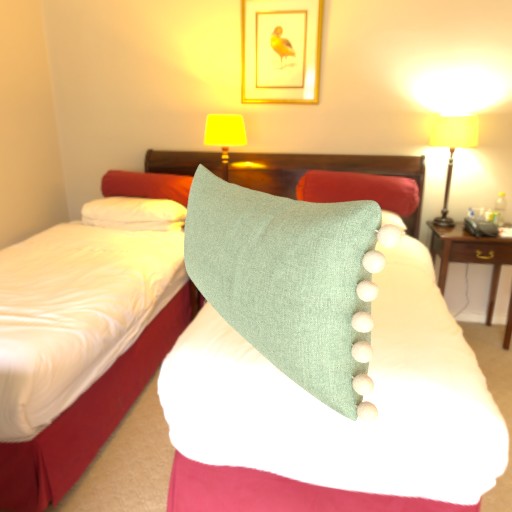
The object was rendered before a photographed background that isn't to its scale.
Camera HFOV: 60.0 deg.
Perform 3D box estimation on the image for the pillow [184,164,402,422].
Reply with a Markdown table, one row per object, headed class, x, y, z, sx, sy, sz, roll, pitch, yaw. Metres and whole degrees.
| class | x | y | z | sx | sy | sz | roll | pitch | yaw |
| --- | --- | --- | --- | --- | --- | --- | --- | --- | --- |
| pillow | 0.000 | 0.000 | 0.861 | 0.201 | 0.322 | 0.709 | -8 | 19 | -25 |
